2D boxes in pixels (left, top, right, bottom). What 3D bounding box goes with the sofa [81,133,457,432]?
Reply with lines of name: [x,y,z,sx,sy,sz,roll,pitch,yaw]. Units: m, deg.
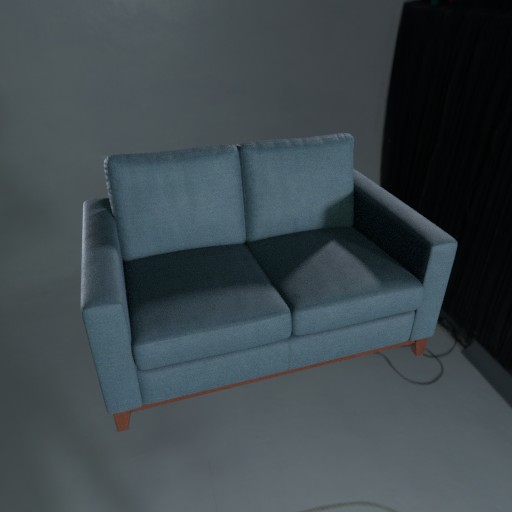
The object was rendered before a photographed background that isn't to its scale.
sofa: [0.000,0.000,2.088,1.489,0.903,0.955,-10,33,-15]
